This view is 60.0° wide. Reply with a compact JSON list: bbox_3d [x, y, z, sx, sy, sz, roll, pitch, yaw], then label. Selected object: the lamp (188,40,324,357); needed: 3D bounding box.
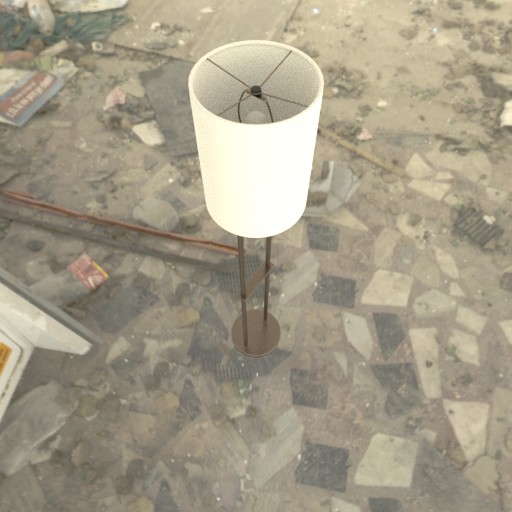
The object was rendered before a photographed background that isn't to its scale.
[{"bbox_3d":[0.000,0.000,1.635,0.305,1.500,0.306,32,63,18],"label":"lamp"}]
